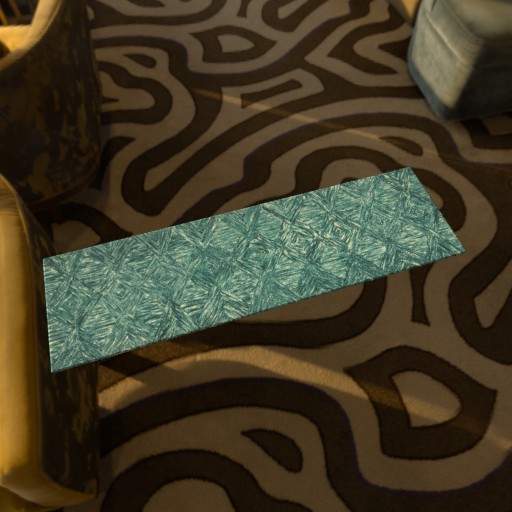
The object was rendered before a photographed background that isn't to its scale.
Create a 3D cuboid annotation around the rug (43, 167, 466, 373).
[{"bbox_3d":[0.000,0.000,2.493,2.286,0.016,0.676,-15,60,-9],"label":"rug"}]
